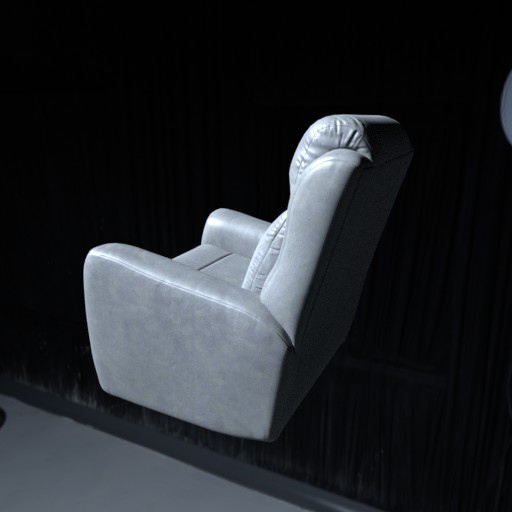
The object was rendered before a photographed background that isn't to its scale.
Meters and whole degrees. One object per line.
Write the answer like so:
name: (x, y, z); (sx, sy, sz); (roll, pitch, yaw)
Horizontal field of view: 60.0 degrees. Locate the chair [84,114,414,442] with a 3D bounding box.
chair: (0.000, 0.000, 1.846); (1.068, 1.116, 0.967); (9, 19, 26)
